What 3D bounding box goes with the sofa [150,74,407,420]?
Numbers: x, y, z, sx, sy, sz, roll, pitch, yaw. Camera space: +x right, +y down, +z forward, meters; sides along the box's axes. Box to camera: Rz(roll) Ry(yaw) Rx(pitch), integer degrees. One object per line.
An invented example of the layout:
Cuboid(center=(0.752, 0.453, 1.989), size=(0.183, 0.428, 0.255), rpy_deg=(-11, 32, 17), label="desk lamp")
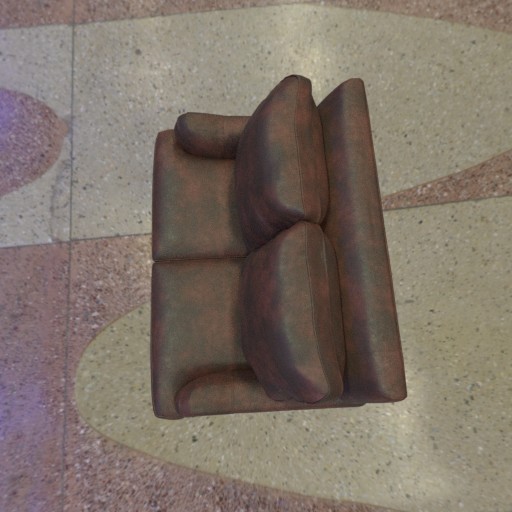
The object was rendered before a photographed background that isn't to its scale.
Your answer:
Cuboid(center=(0.000, 0.000, 2.385), size=(1.148, 1.070, 1.628), rpy_deg=(-3, 74, -1), label="sofa")
